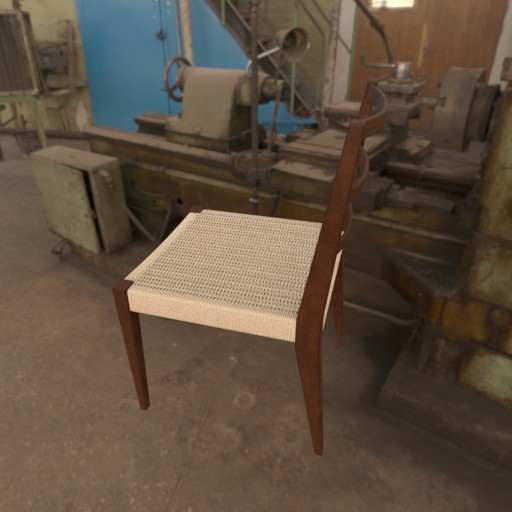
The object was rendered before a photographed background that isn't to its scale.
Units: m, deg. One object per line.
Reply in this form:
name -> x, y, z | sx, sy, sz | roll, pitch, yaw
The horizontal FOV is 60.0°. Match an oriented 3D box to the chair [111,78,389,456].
chair -> 0.000, 0.000, 1.145 | 0.551, 0.813, 0.480 | 8, 31, 14
